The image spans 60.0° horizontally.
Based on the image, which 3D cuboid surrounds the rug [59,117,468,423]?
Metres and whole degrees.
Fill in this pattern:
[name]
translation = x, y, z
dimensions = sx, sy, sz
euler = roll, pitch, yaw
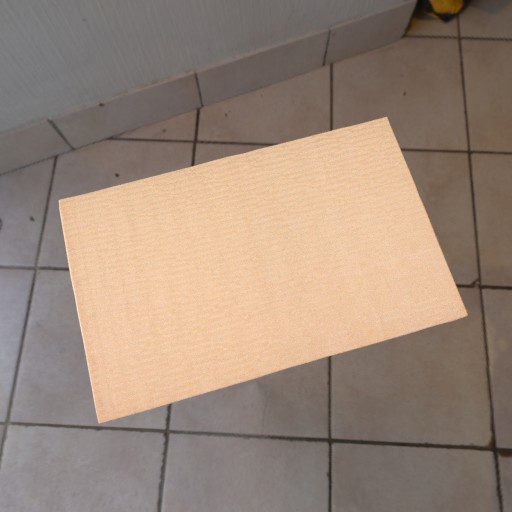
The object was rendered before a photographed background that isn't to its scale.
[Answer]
[rug]
translation = 0.000, 0.000, 2.980
dimensions = 2.441, 0.014, 1.531
euler = -15, 75, -4
